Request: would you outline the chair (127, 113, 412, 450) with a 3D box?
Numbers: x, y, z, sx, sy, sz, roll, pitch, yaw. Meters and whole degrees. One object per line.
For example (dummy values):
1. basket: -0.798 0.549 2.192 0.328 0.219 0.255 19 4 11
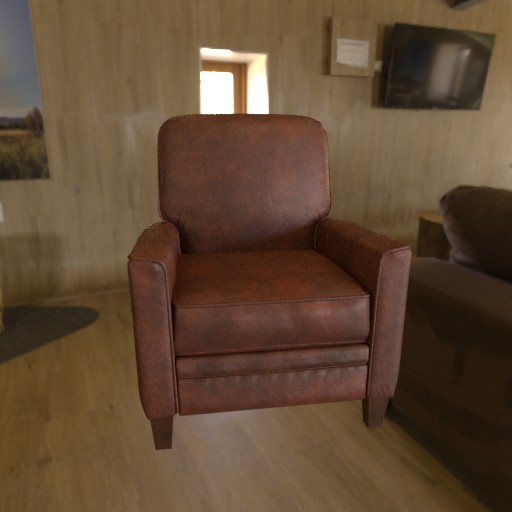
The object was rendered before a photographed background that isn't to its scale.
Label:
1. chair: 0.000 0.000 1.656 0.843 1.043 0.836 -2 16 -8
